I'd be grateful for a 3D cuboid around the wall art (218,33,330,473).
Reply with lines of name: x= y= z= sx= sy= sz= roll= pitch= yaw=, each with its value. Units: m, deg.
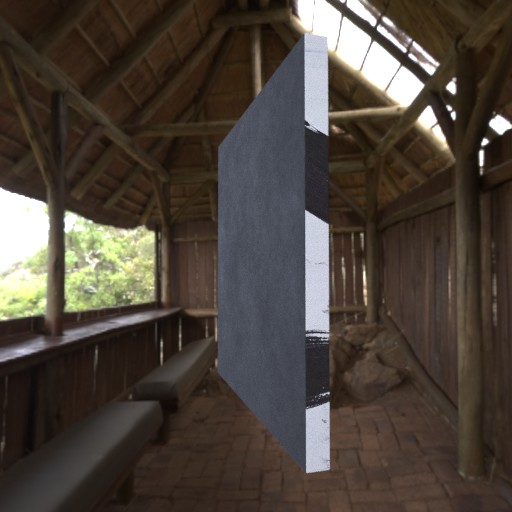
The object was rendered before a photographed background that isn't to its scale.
wall art: x=0.000 y=0.000 z=1.141 sx=0.046 sy=0.765 sz=0.765 roll=0 pitch=-2 yaw=-16
